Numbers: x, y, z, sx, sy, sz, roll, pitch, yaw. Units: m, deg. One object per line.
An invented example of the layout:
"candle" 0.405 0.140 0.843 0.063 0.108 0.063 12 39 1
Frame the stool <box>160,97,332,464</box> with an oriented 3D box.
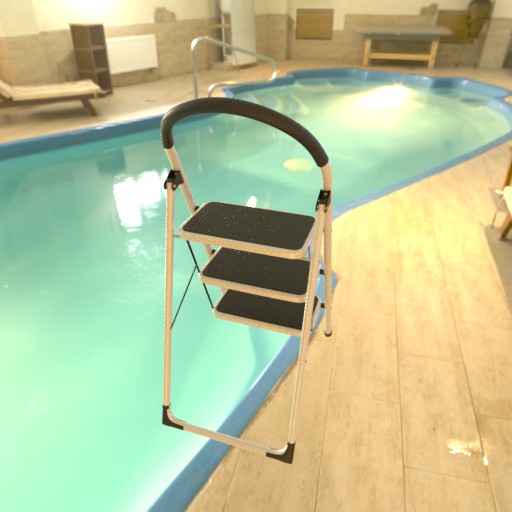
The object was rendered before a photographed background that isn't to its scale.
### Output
"stool" 0.000 0.000 1.475 0.485 1.109 0.676 10 33 16
